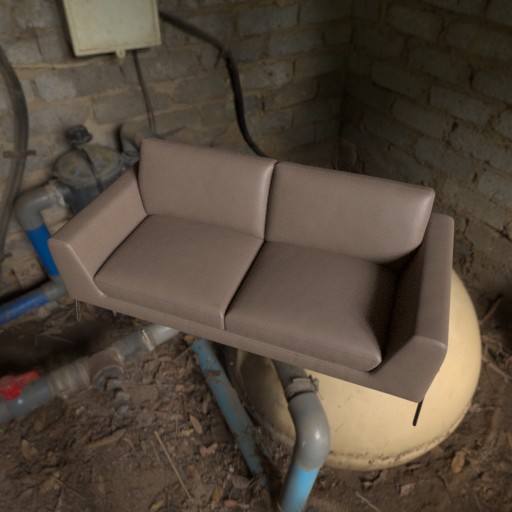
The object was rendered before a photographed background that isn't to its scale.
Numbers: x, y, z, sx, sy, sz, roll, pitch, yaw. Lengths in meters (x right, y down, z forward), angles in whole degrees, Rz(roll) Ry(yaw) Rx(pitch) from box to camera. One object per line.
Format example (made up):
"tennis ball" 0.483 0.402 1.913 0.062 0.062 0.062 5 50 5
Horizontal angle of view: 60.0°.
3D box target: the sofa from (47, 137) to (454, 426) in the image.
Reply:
"sofa" 0.000 0.000 2.484 2.017 0.875 0.953 14 43 15
